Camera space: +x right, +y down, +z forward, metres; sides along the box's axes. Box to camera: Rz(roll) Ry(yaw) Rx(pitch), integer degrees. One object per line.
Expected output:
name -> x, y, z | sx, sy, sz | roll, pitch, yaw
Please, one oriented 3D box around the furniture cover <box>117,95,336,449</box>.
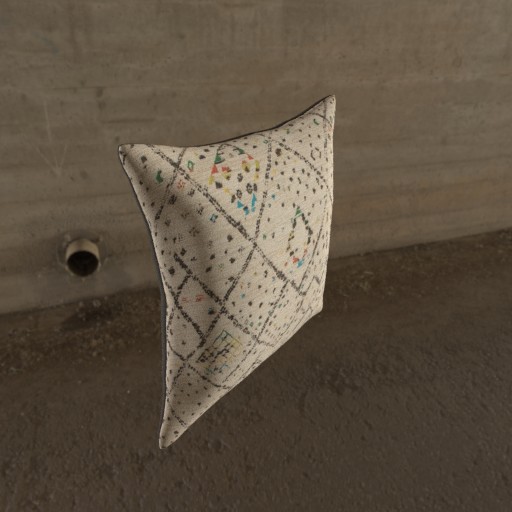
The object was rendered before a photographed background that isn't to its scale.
furniture cover -> 0.000, 0.000, 0.794 | 0.180, 0.498, 0.525 | 19, 32, 32
